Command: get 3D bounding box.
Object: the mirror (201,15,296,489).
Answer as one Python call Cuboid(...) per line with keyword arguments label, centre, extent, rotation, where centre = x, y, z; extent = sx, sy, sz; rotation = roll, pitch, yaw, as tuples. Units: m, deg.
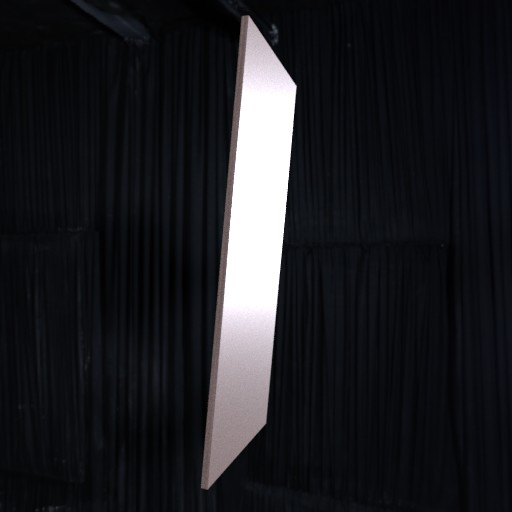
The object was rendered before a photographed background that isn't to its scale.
Cuboid(label="mirror", centre=(0.000, 0.000, 2.274), extent=(0.221, 2.020, 0.812), rotation=(0, 0, 19))
